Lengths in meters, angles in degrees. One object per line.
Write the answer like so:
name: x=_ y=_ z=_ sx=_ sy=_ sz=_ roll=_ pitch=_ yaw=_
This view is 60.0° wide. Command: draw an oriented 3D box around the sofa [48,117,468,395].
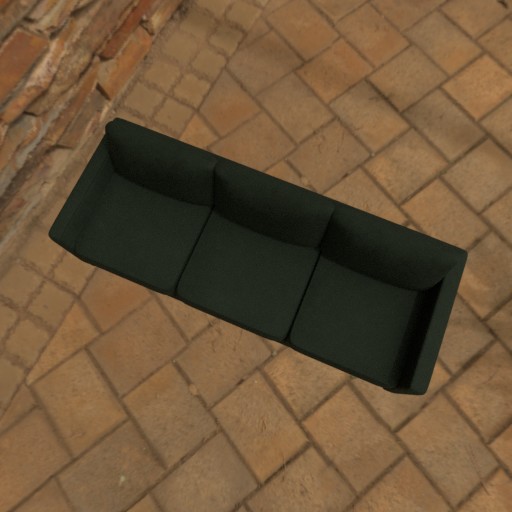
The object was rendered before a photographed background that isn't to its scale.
sofa: x=0.000 y=0.000 z=2.678 sx=2.218 sy=0.870 sz=0.859 roll=22 pitch=75 yaw=6
